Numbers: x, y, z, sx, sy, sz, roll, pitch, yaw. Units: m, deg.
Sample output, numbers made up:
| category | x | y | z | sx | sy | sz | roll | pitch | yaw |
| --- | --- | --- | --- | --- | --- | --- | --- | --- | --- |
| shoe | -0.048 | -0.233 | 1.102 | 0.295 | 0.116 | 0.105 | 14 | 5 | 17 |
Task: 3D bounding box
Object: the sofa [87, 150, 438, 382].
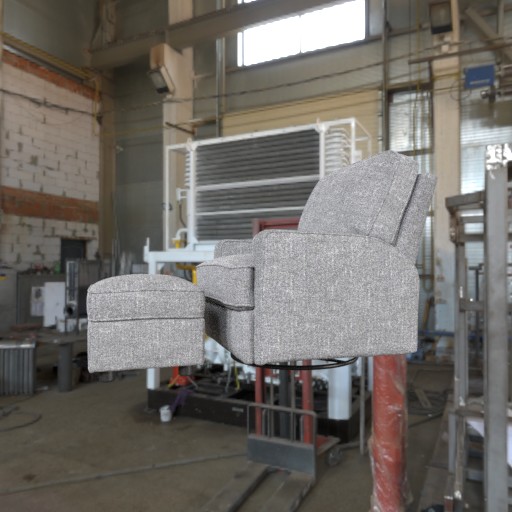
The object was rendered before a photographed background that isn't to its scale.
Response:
| category | x | y | z | sx | sy | sz | roll | pitch | yaw |
| --- | --- | --- | --- | --- | --- | --- | --- | --- | --- |
| sofa | 0.000 | 0.000 | 2.087 | 1.472 | 0.959 | 0.861 | 0 | -1 | -18 |
